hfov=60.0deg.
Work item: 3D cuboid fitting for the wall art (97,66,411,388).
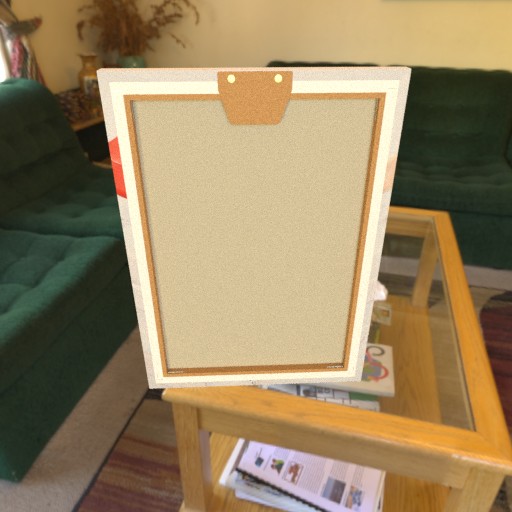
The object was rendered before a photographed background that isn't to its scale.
[{"bbox_3d":[0.000,0.000,1.081,0.613,0.848,0.036,-1,30,-2],"label":"wall art"}]
